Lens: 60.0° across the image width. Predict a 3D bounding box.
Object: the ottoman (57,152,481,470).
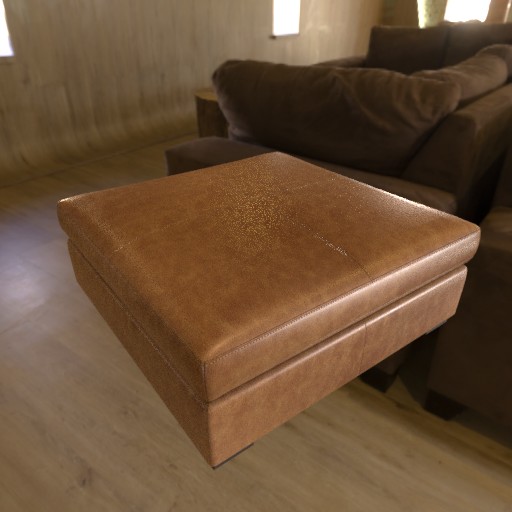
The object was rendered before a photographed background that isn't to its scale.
[{"bbox_3d":[0.000,0.000,1.766,1.169,0.483,1.168,-20,35,-31],"label":"ottoman"}]
